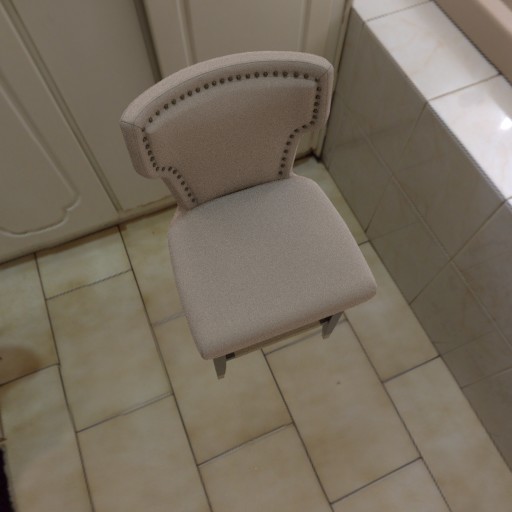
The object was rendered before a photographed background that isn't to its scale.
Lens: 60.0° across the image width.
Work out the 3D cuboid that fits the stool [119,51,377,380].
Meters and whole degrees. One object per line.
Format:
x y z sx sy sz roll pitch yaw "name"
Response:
0.000 0.000 1.408 0.526 1.092 0.563 -19 66 -9 "stool"
